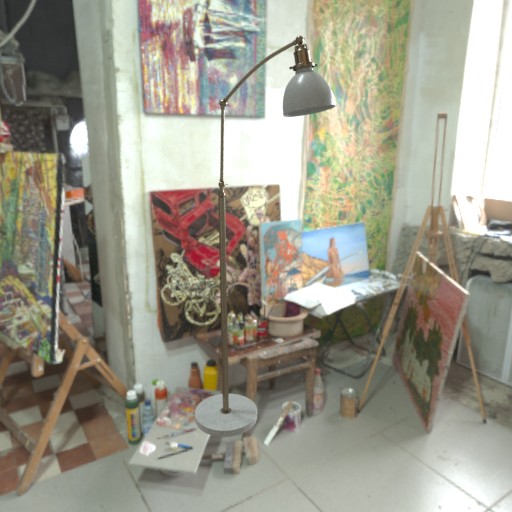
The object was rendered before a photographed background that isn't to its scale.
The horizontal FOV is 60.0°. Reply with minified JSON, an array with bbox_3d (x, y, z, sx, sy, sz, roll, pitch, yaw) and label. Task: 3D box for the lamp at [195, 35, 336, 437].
[{"bbox_3d":[0.000,0.000,1.781,0.599,1.586,0.288,8,17,26],"label":"lamp"}]
